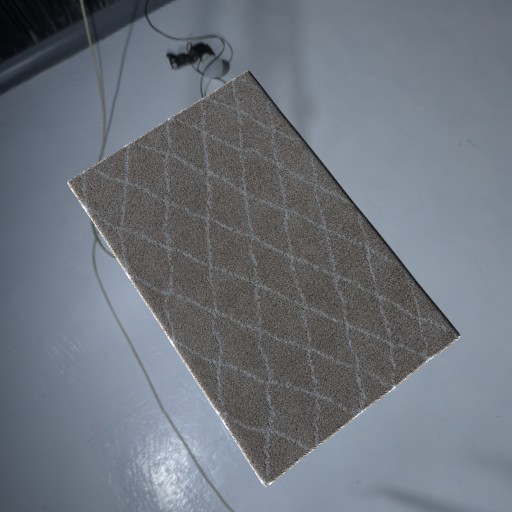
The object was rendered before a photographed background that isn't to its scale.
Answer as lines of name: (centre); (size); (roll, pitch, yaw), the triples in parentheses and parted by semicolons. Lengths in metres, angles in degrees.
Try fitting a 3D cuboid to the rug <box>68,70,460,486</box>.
rug: (0.000, 0.000, 3.411); (1.778, 0.030, 2.743); (-34, 79, -8)
